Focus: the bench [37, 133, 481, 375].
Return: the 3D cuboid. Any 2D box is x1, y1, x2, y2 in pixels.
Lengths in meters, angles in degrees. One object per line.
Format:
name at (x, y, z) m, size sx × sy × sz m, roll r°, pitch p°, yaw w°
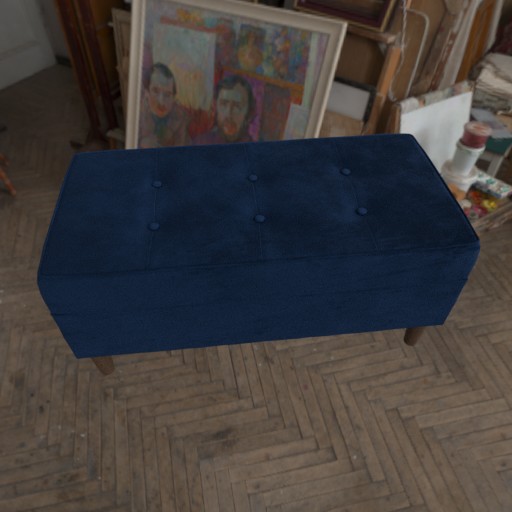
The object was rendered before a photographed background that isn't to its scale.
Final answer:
bench at (0.000, 0.000, 1.287) m, size 1.010 × 0.467 × 0.489 m, roll -4°, pitch 47°, yaw -4°
